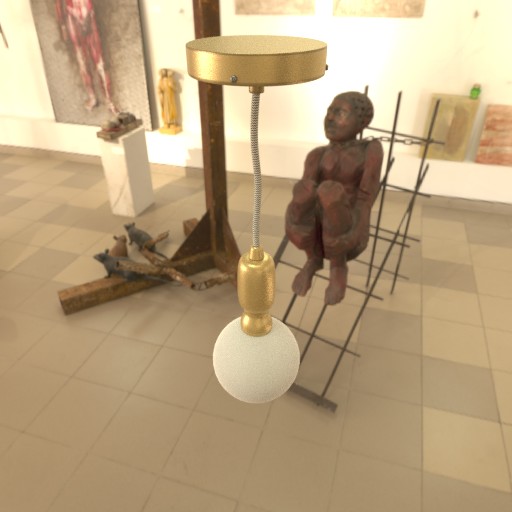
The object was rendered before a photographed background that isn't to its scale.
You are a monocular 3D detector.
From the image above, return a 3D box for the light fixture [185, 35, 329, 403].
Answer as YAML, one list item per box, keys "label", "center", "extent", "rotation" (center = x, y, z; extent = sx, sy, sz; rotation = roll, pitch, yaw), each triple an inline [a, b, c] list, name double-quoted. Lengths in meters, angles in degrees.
- label: "light fixture"
  center: [0.000, 0.000, 0.585]
  extent: [0.147, 0.510, 0.146]
  rotation: [9, 34, 14]
